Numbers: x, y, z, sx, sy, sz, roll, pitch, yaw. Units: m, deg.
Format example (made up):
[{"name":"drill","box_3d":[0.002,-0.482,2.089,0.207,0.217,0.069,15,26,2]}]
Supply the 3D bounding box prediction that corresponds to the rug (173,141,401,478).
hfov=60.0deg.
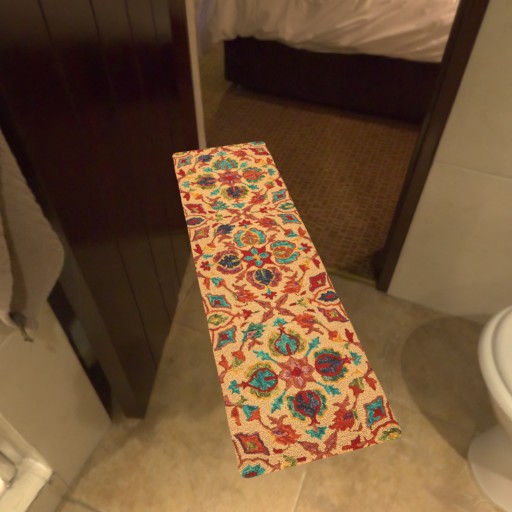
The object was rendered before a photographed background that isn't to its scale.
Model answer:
[{"name":"rug","box_3d":[0.000,0.000,2.520,0.693,0.016,2.273,-10,48,-10]}]
